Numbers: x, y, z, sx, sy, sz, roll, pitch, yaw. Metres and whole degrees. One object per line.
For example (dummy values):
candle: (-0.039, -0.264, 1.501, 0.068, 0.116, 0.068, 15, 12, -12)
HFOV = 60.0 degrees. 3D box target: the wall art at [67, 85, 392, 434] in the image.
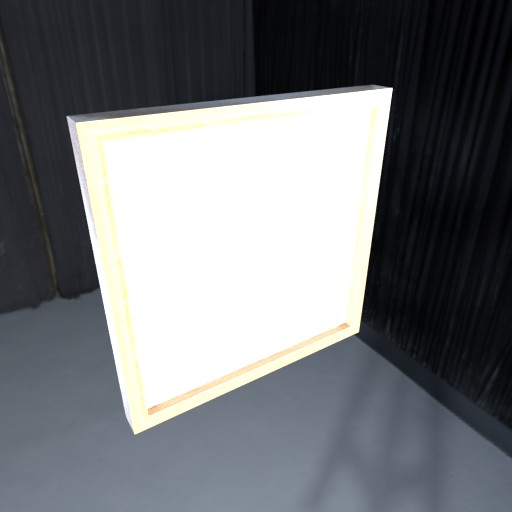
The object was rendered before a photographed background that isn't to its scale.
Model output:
wall art: (0.000, 0.000, 0.450, 0.303, 0.303, 0.028, -17, 33, -28)
